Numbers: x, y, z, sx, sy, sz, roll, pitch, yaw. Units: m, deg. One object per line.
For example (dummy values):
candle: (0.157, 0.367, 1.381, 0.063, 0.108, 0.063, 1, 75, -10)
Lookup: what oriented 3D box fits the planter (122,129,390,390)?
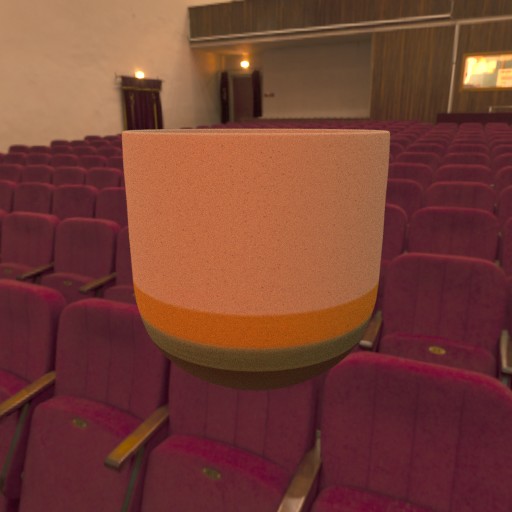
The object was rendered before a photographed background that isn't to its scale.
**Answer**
planter: (0.000, 0.000, 0.495, 0.268, 0.270, 0.268, 0, 17, 0)
